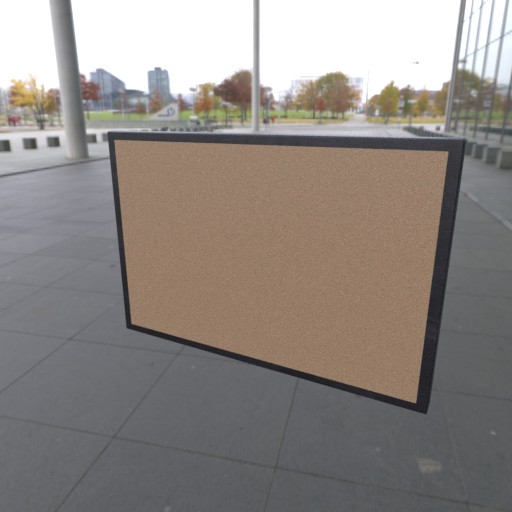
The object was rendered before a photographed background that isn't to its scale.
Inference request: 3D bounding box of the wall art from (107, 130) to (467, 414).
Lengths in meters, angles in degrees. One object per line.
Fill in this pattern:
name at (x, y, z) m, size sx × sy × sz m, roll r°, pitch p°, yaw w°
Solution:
wall art at (0.000, 0.000, 0.766) m, size 0.610 × 0.409 × 0.038 m, roll 9°, pitch 20°, yaw 27°
